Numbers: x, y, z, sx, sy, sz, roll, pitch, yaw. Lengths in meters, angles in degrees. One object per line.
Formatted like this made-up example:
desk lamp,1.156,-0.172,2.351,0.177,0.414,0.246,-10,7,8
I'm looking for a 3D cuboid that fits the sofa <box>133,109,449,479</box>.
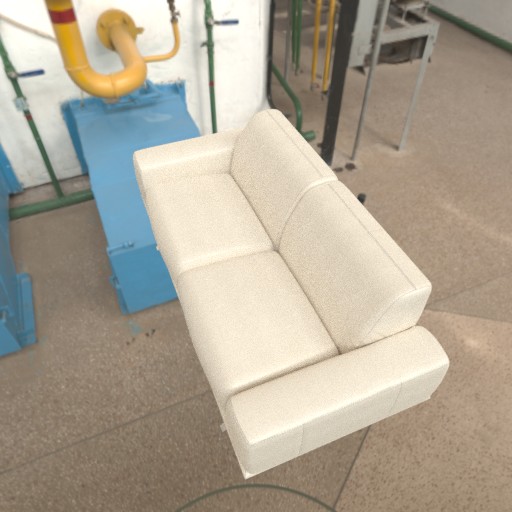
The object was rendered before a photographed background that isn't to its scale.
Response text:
sofa,0.000,0.000,2.298,0.900,0.772,1.901,-17,49,-15
